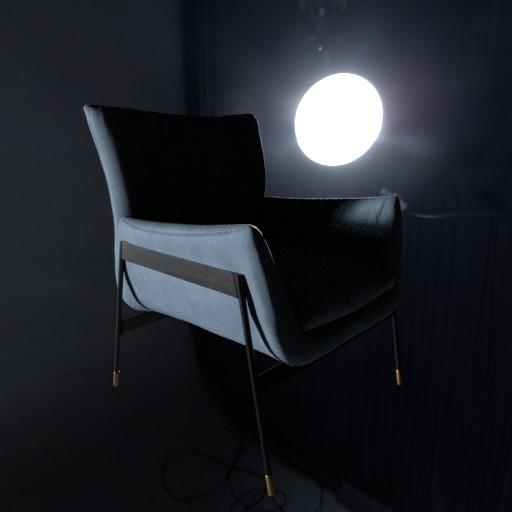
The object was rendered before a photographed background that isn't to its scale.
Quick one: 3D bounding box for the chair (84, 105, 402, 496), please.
[{"bbox_3d":[0.000,0.000,1.326,0.709,0.858,0.678,13,20,41],"label":"chair"}]
